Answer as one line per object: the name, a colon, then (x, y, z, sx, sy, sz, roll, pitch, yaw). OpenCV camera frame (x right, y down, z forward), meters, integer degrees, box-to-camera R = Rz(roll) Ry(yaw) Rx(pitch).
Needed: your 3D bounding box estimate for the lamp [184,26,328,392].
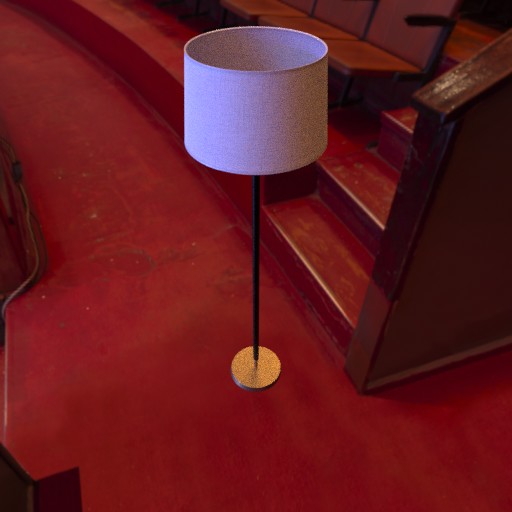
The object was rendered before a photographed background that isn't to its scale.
lamp: (0.000, 0.000, 1.624, 0.420, 1.447, 0.420, 0, 42, 0)
